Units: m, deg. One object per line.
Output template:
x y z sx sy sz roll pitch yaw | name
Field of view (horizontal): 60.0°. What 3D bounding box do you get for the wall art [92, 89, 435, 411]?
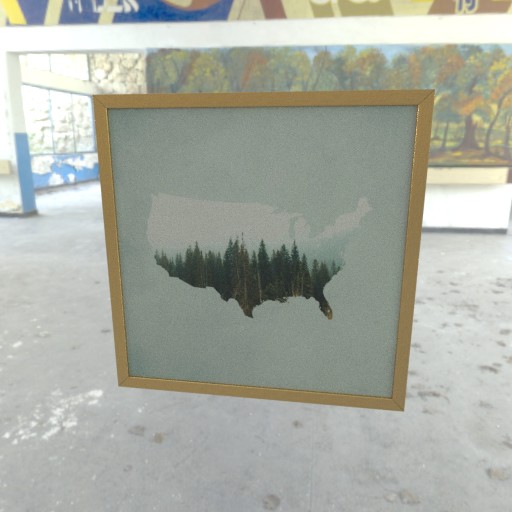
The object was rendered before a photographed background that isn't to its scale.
0.000 0.000 0.735 0.509 0.509 0.040 2 15 9 | wall art
